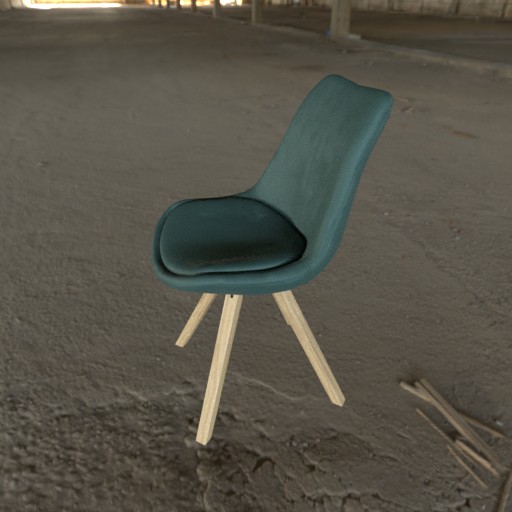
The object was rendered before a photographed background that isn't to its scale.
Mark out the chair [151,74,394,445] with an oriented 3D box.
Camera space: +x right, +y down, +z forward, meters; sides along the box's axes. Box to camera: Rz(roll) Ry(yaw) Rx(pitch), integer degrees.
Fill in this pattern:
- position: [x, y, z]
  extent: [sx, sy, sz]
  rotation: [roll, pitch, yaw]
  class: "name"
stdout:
- position: [0.000, 0.000, 1.200]
  extent: [0.547, 0.865, 0.483]
  rotation: [-9, 32, -14]
  class: "chair"
